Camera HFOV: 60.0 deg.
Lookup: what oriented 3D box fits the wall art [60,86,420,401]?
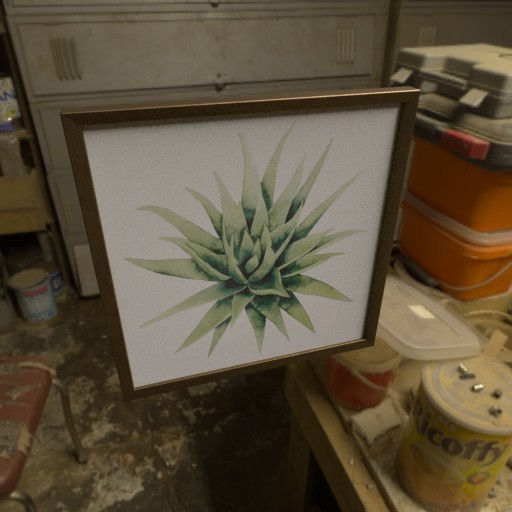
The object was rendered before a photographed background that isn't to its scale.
[{"bbox_3d":[0.000,0.000,0.739,0.503,0.506,0.030,-9,32,-14],"label":"wall art"}]
